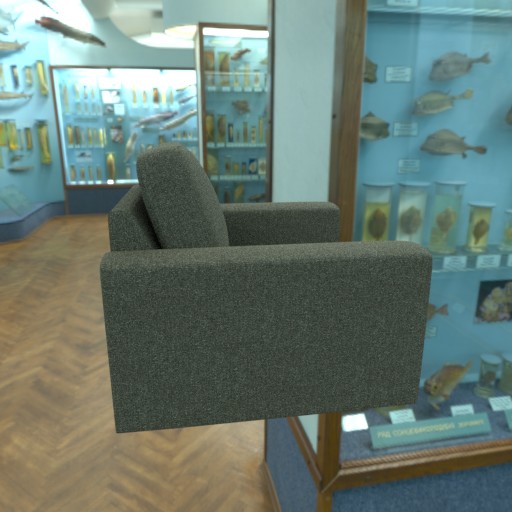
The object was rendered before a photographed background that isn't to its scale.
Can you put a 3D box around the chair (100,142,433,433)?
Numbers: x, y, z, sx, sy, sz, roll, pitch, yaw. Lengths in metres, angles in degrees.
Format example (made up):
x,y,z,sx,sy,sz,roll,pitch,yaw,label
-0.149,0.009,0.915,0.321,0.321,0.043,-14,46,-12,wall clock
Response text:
x,y,z,sx,sy,sz,roll,pitch,yaw,label
0.000,0.000,1.769,1.016,0.873,1.005,-3,16,-9,chair
